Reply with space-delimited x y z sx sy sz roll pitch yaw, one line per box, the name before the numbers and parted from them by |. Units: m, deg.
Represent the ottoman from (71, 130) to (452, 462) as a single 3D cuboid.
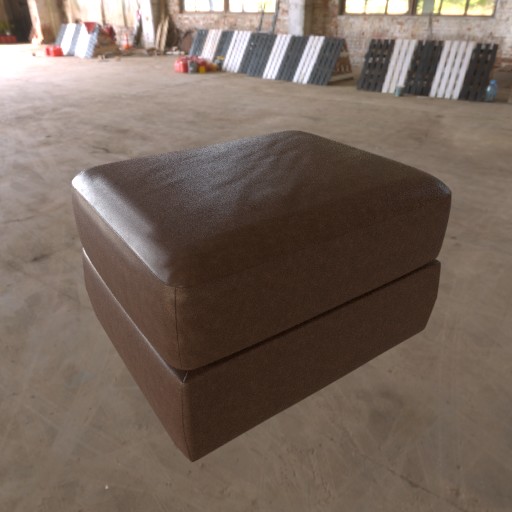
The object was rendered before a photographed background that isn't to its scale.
ottoman | 0.000 0.000 1.122 0.751 0.476 0.603 -19 35 -29
